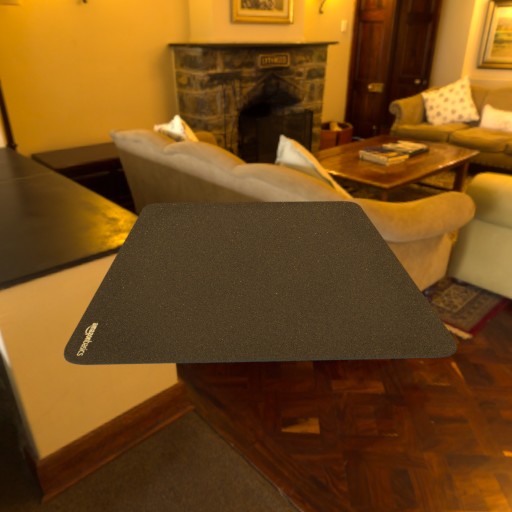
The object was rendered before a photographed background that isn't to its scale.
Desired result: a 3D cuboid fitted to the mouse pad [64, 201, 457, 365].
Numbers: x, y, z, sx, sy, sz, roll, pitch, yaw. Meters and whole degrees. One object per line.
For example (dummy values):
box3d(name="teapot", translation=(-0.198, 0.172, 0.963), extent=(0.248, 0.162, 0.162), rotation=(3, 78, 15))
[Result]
box3d(name="mouse pad", translation=(0.000, 0.000, 0.625), extent=(0.393, 0.002, 0.451), rotation=(-1, 26, -2))
